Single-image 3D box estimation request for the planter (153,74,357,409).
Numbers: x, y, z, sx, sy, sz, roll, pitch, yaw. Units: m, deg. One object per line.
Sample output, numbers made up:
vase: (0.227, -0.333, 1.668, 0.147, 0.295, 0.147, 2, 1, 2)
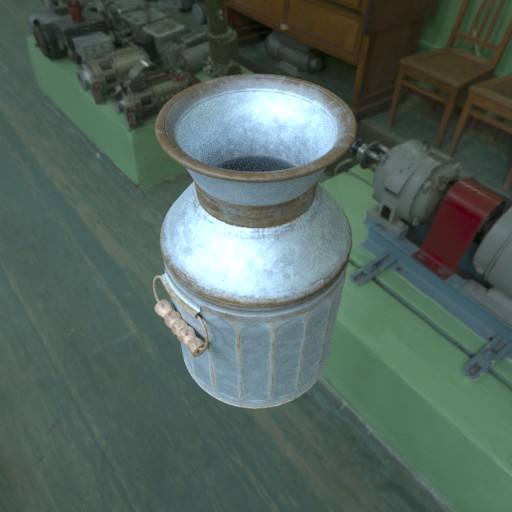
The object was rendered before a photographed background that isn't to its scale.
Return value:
planter: (0.000, 0.000, 0.522, 0.248, 0.358, 0.215, -31, 54, -26)
